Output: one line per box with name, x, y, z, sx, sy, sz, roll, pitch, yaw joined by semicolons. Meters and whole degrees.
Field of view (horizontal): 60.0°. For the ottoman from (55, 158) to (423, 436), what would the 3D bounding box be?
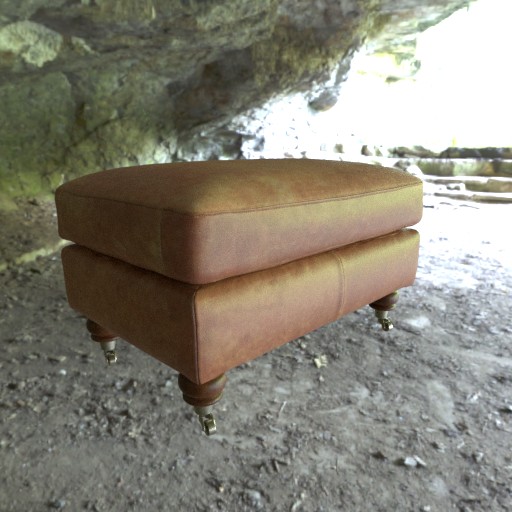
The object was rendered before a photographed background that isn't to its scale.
ottoman;0.000;0.000;1.187;0.565;0.507;0.852;14;20;43
